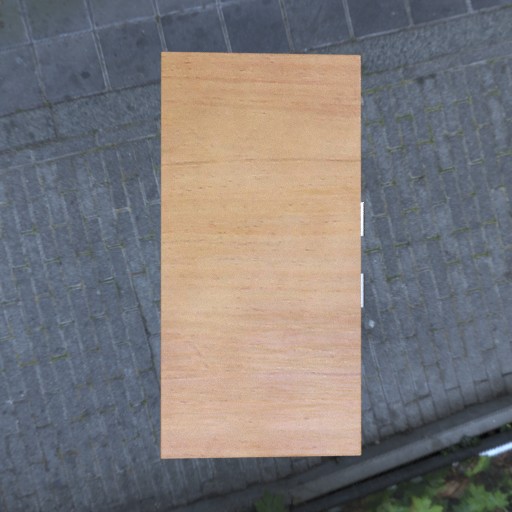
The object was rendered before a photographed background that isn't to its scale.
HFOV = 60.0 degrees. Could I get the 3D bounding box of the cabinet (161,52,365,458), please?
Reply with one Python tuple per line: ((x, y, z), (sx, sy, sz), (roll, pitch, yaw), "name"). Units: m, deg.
((0.000, 0.000, 1.378), (0.419, 1.001, 0.800), (0, 90, -2), "cabinet")
